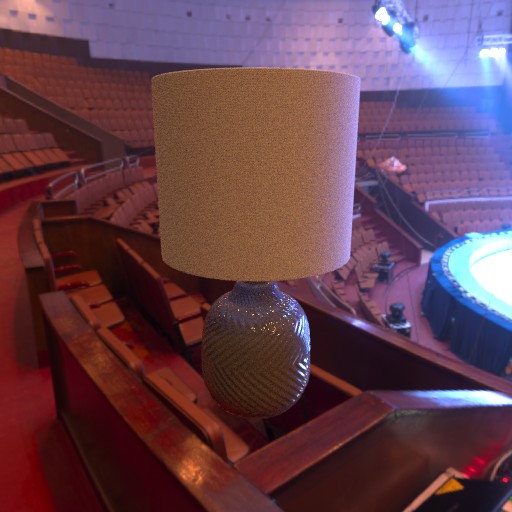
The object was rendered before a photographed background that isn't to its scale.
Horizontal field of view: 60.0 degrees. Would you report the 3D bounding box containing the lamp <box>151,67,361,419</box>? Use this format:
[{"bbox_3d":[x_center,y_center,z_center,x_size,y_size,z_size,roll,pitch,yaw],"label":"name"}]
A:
[{"bbox_3d":[0.000,0.000,0.497,0.207,0.366,0.207,15,21,42],"label":"lamp"}]
